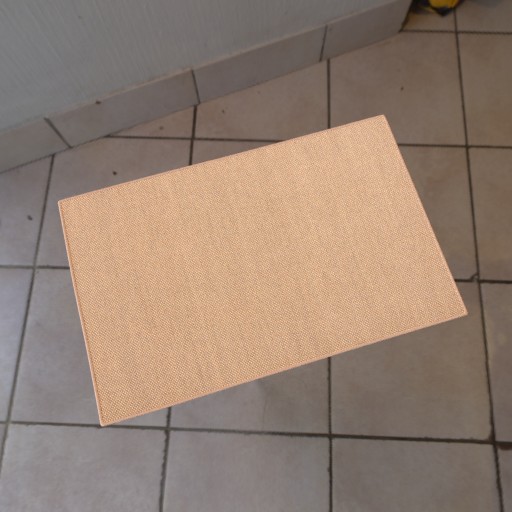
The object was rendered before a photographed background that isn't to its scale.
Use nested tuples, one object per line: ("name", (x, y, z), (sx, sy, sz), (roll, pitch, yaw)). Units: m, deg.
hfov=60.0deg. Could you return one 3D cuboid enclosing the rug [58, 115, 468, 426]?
("rug", (0.000, 0.000, 2.059), (1.676, 0.013, 1.067), (-16, 75, -4))
